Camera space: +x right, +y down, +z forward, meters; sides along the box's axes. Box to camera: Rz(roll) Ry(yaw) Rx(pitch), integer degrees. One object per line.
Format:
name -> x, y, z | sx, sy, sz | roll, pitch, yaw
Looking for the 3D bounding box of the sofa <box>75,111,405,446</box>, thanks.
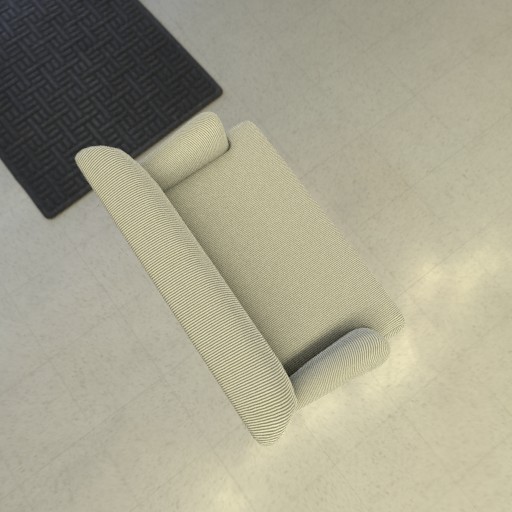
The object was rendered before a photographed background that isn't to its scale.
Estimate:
sofa -> 0.000, 0.000, 1.901 | 0.779, 0.889, 1.297 | -34, 78, -8
